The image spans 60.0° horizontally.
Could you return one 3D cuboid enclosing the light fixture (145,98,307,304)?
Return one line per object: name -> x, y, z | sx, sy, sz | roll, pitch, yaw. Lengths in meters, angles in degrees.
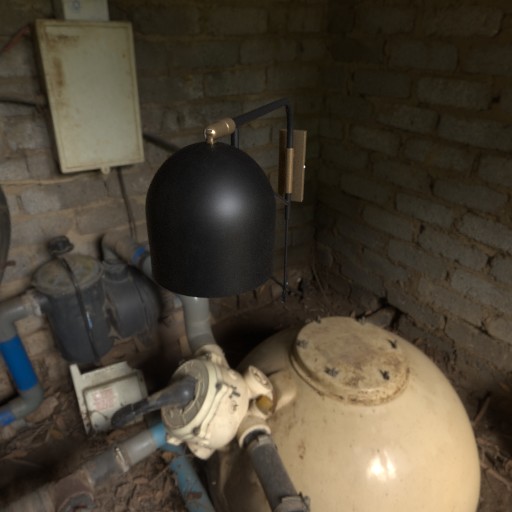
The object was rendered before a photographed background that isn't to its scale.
light fixture -> 0.000, 0.000, 1.046 | 0.215, 0.696, 0.720 | 8, 29, 15
